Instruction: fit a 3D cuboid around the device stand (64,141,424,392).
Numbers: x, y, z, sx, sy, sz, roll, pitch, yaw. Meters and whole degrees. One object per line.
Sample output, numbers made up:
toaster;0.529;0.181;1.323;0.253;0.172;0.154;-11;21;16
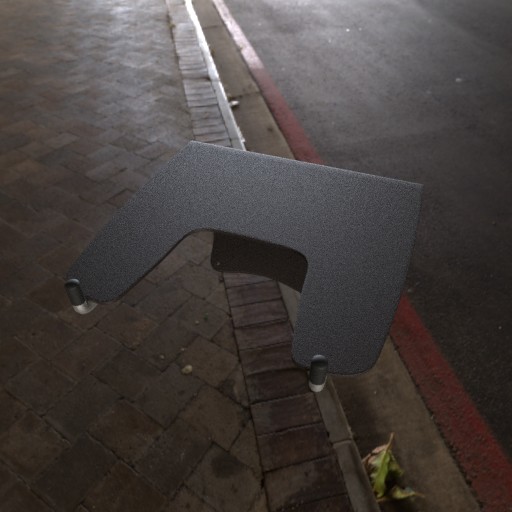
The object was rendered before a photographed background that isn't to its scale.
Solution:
device stand;0.000;0.000;0.356;0.230;0.092;0.230;14;44;16
